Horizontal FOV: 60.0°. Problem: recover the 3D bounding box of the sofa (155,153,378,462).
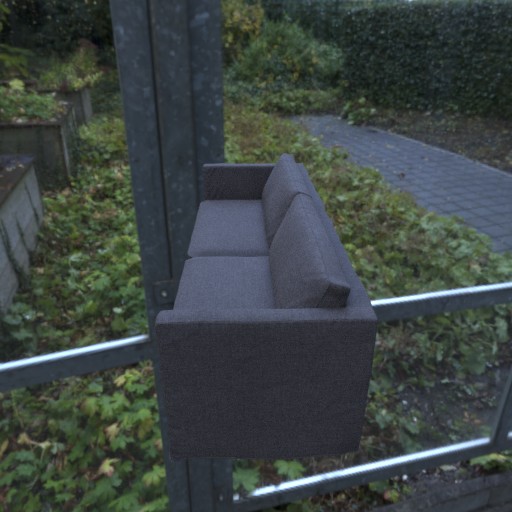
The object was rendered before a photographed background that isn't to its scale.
[{"bbox_3d":[0.000,0.000,3.316,1.036,0.998,2.779,-1,26,-1],"label":"sofa"}]
